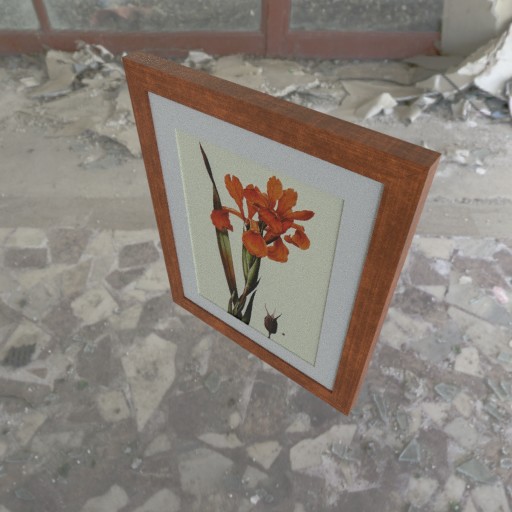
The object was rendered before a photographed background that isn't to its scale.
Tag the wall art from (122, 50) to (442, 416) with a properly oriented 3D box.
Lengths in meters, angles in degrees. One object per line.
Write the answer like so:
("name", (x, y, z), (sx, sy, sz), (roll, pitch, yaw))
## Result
("wall art", (0.000, 0.000, 0.759), (0.467, 0.567, 0.033), (28, 52, 25))
